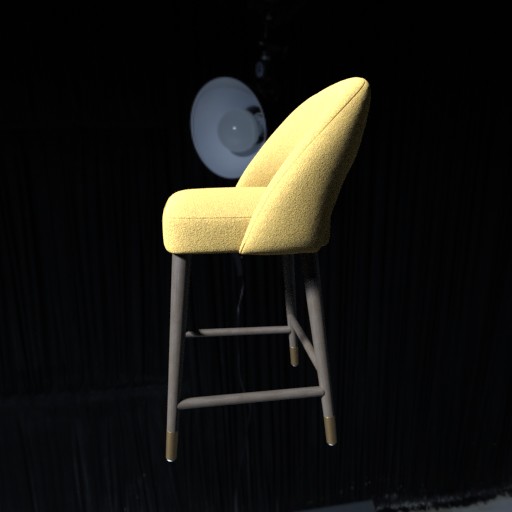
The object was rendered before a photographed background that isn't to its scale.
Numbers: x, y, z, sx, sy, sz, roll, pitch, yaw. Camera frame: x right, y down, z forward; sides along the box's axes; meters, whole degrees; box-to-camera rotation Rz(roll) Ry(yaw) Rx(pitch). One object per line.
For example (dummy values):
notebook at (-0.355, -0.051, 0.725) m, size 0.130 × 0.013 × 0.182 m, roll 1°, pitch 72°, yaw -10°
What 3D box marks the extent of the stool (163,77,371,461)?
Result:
stool at (0.000, 0.000, 1.253) m, size 0.522 × 0.939 × 0.536 m, roll -2°, pitch 15°, yaw -8°
